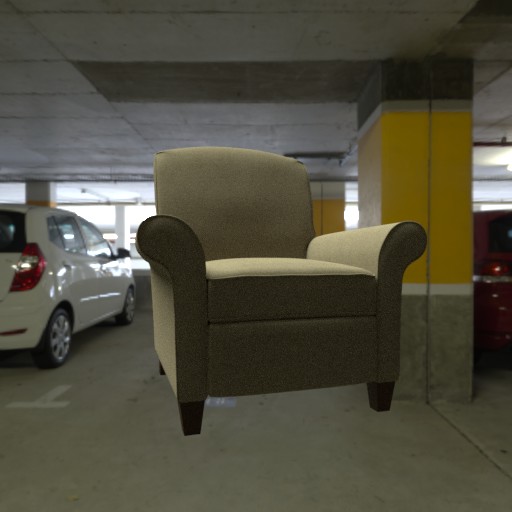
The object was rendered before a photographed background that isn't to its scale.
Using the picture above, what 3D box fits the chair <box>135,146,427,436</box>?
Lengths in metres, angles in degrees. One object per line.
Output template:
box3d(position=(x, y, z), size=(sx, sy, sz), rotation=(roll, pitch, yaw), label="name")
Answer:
box3d(position=(0.000, 0.000, 1.803), size=(0.978, 1.061, 0.905), rotation=(0, 0, -18), label="chair")
